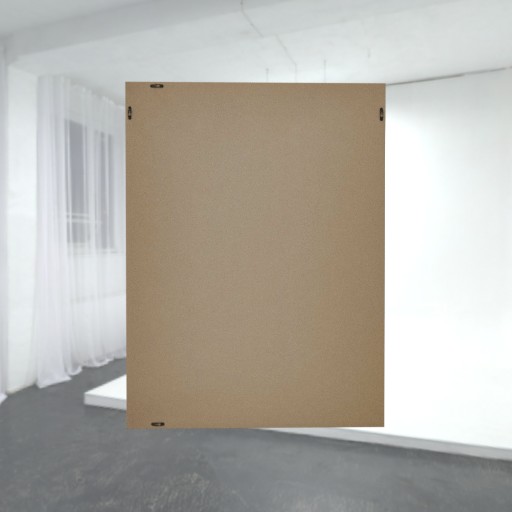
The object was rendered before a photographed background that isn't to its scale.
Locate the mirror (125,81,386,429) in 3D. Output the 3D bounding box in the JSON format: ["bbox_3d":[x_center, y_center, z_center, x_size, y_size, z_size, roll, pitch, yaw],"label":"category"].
[{"bbox_3d":[0.000,0.000,1.319,0.762,1.016,0.041,0,1,-1],"label":"mirror"}]
